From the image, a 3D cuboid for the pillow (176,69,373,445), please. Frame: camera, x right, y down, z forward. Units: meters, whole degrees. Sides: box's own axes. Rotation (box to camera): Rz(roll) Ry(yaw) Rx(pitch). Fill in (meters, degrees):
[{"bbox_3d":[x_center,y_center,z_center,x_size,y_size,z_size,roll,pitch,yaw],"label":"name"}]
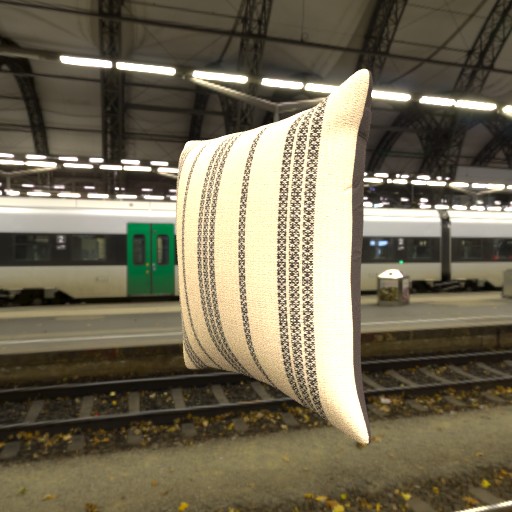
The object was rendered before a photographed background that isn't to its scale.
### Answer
[{"bbox_3d":[0.000,0.000,0.637,0.173,0.406,0.405,0,1,-37],"label":"pillow"}]
